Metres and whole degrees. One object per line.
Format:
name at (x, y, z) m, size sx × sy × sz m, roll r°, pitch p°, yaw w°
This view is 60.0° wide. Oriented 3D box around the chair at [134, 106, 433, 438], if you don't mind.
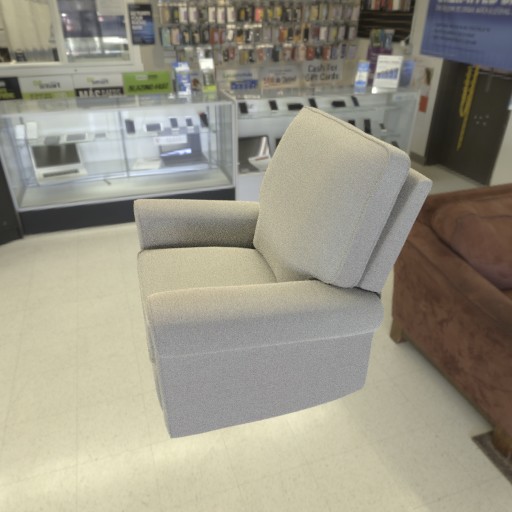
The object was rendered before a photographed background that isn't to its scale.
chair at (0.000, 0.000, 1.672) m, size 0.878 × 0.960 × 0.890 m, roll -8°, pitch 32°, yaw -14°
